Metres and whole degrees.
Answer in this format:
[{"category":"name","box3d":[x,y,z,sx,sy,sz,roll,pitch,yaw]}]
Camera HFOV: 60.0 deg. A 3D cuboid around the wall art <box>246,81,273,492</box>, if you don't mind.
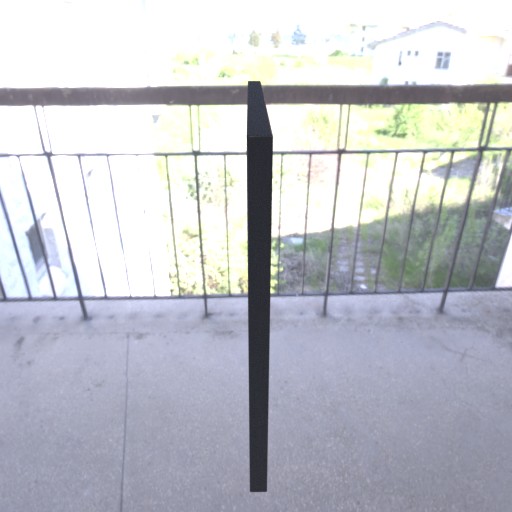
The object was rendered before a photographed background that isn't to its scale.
[{"category":"wall art","box3d":[0.000,0.000,0.450,0.015,0.303,0.304,0,27,-1]}]
